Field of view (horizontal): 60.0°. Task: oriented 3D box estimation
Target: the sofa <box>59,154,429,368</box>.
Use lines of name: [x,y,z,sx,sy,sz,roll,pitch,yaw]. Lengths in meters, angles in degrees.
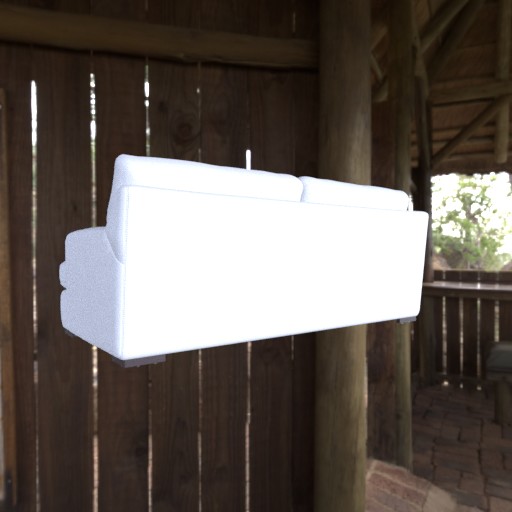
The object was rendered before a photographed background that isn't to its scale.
sofa: [0.000,0.000,2.883,2.261,0.940,1.143,-1,1,-37]
